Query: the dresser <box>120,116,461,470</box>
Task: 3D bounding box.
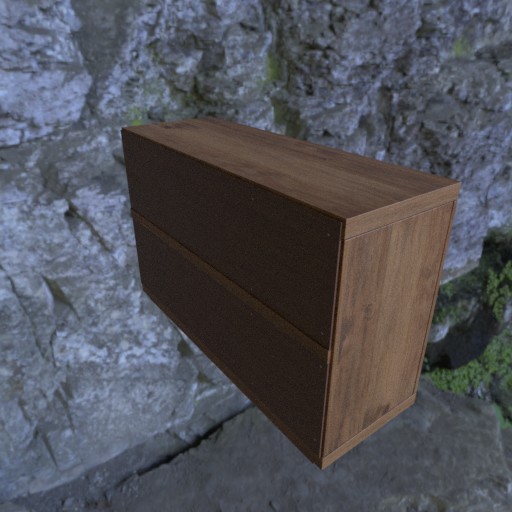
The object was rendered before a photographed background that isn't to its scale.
[{"bbox_3d":[0.000,0.000,1.699,0.479,0.825,1.261,-19,32,-32],"label":"dresser"}]
